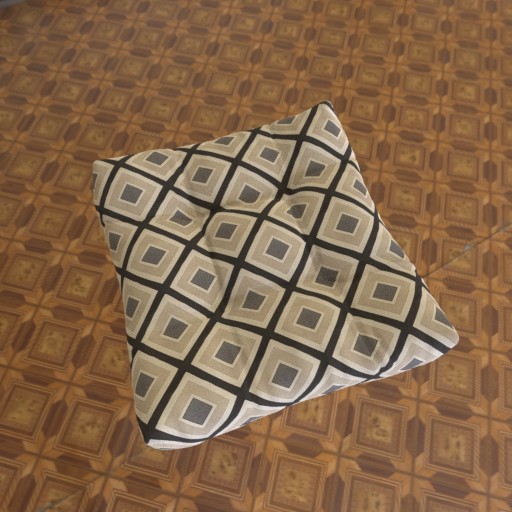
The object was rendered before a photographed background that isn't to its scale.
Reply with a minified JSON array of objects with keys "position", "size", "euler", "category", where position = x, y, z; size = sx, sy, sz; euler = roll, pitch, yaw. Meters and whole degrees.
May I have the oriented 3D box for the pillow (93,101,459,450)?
[{"position":[0.000,0.000,0.726],"size":[0.468,0.128,0.490],"euler":[-16,64,-8],"category":"pillow"}]
